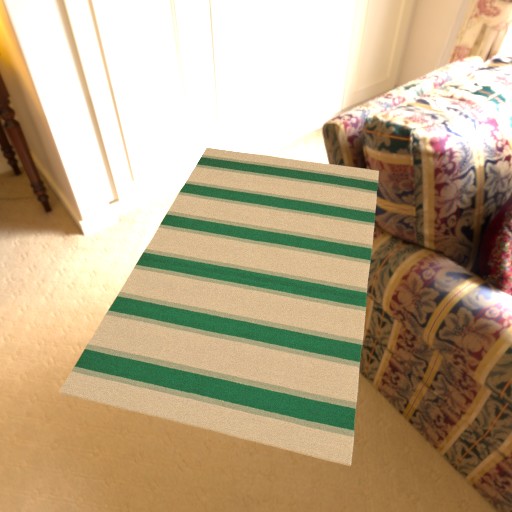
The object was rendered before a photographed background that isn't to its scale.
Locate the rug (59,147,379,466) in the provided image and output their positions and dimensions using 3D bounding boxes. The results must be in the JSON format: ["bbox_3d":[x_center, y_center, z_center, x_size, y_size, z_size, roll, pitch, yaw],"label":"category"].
[{"bbox_3d":[0.000,0.000,3.010,1.521,0.015,2.436,10,46,10],"label":"rug"}]
